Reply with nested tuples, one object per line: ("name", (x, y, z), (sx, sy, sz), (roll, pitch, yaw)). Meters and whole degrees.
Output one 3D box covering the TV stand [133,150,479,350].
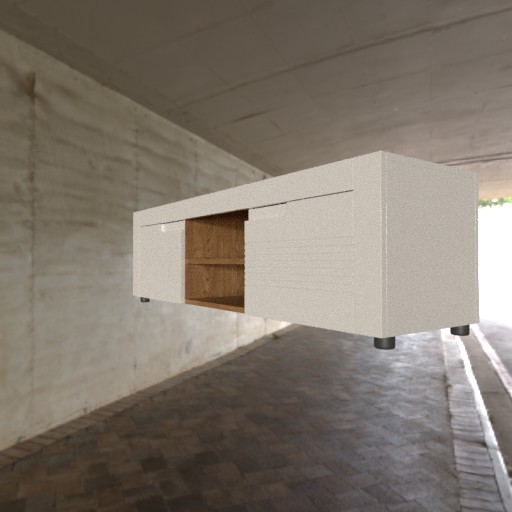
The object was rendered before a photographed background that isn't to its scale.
("TV stand", (0.000, 0.000, 1.690), (0.410, 0.440, 1.500), (1, -1, -36))
